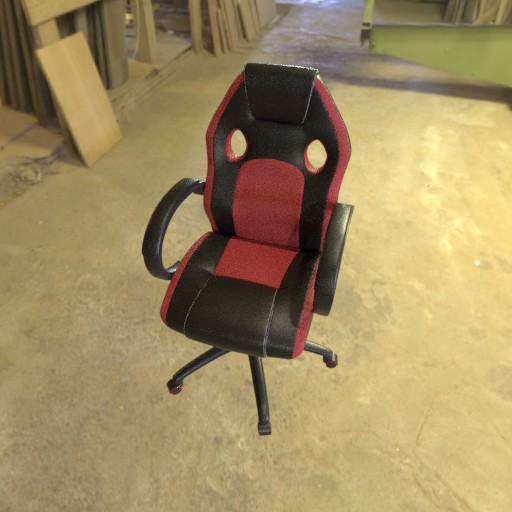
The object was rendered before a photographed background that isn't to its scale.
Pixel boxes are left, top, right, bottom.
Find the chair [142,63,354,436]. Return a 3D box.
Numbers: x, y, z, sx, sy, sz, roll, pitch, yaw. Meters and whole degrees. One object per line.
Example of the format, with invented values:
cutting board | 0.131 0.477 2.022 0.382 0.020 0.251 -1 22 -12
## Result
chair | 0.000 0.000 1.683 0.750 1.189 0.783 11 41 13
